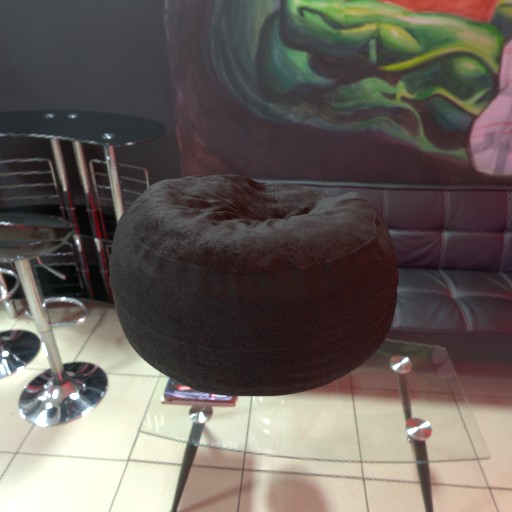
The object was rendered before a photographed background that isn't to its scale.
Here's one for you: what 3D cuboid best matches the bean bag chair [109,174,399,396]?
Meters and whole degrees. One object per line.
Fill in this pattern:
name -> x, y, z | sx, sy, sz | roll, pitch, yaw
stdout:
bean bag chair -> 0.000, 0.000, 2.419 | 1.525, 0.751, 1.525 | 0, 29, 0
